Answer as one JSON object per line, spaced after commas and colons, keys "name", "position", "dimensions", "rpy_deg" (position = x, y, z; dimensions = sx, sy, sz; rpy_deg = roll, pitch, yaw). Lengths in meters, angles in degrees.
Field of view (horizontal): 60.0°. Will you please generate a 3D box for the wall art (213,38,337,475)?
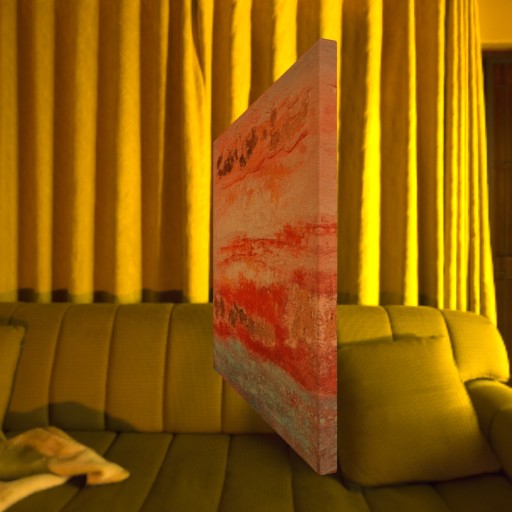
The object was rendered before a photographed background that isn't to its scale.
{"name": "wall art", "position": [0.000, 0.000, 1.111], "dimensions": [0.035, 0.747, 0.747], "rpy_deg": [0, 0, -20]}
